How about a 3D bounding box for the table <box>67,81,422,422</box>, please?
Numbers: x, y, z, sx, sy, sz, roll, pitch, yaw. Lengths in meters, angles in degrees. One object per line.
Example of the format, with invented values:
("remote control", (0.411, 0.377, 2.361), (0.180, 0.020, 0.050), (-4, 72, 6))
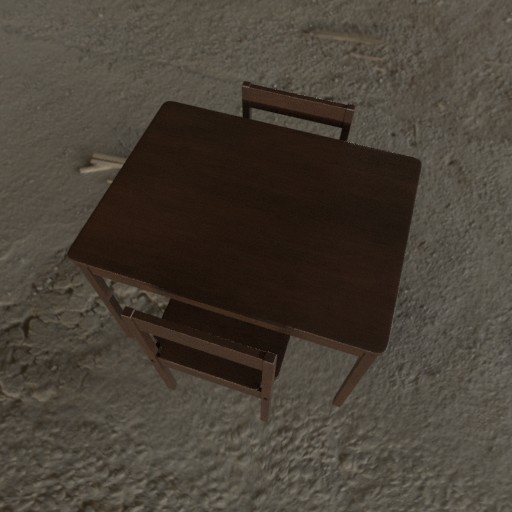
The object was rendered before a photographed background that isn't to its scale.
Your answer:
("table", (0.000, 0.000, 1.140), (0.650, 0.503, 0.672), (16, 60, 9))
